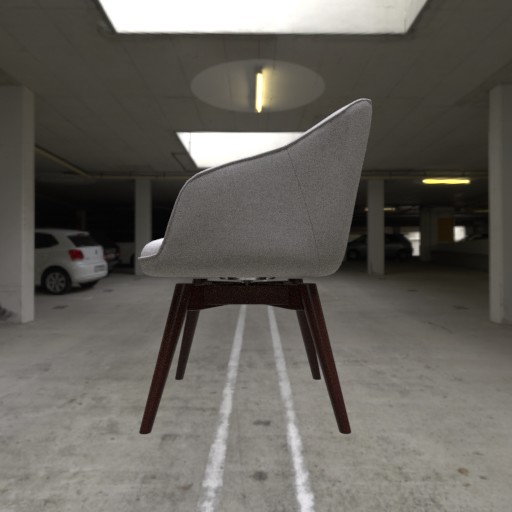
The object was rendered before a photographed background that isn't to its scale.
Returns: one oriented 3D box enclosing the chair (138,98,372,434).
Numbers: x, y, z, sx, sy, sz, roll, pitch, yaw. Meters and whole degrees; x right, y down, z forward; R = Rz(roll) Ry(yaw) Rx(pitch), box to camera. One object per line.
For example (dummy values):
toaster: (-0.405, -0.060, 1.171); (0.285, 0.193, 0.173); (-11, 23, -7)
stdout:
chair: (0.000, 0.000, 1.266); (0.635, 0.823, 0.596); (0, -1, 0)
